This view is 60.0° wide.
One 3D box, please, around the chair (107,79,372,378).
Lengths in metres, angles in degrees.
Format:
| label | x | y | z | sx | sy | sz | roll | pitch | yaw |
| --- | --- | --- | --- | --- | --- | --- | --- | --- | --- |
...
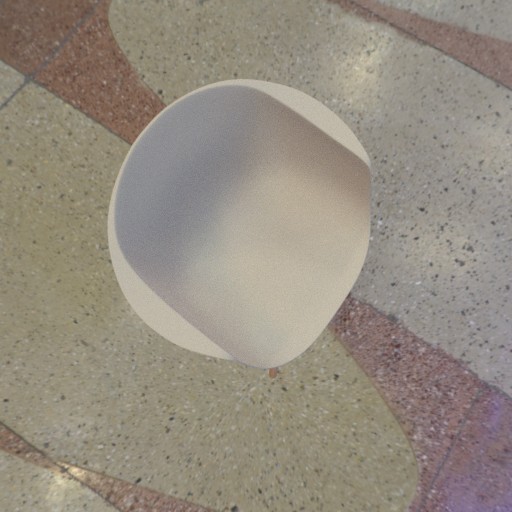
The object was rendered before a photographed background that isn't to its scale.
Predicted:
| label | x | y | z | sx | sy | sz | roll | pitch | yaw |
| --- | --- | --- | --- | --- | --- | --- | --- | --- | --- |
| chair | 0.000 | 0.000 | 1.172 | 0.504 | 0.781 | 0.593 | 35 | 77 | 9 |
